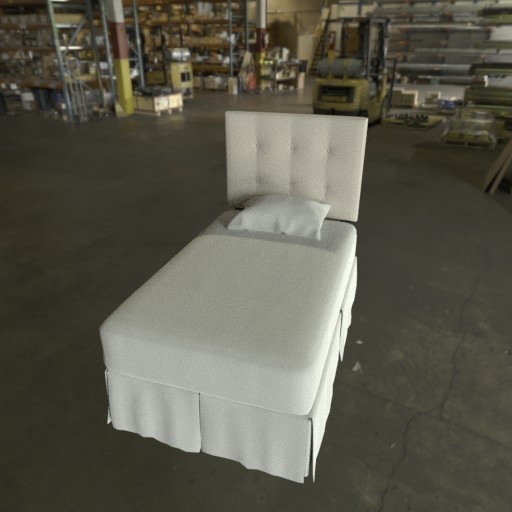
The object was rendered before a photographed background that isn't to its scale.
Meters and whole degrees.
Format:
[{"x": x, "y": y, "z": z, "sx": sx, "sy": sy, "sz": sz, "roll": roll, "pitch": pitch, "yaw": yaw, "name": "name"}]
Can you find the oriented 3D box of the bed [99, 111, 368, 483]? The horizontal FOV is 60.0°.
[{"x": 0.000, "y": 0.000, "z": 2.968, "sx": 1.261, "sy": 1.571, "sz": 1.997, "roll": 8, "pitch": 27, "yaw": 16, "name": "bed"}]
